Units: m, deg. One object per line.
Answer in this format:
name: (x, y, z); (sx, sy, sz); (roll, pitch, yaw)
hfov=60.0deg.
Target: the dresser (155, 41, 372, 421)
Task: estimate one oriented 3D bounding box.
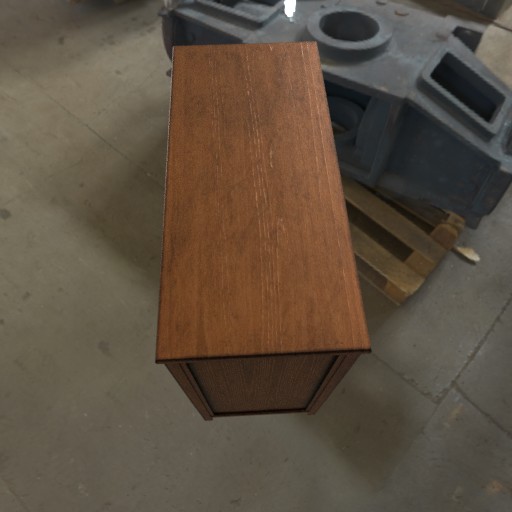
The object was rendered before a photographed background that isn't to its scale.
dresser: (0.000, 0.000, 1.987); (0.591, 1.224, 1.250); (-3, 62, -1)
